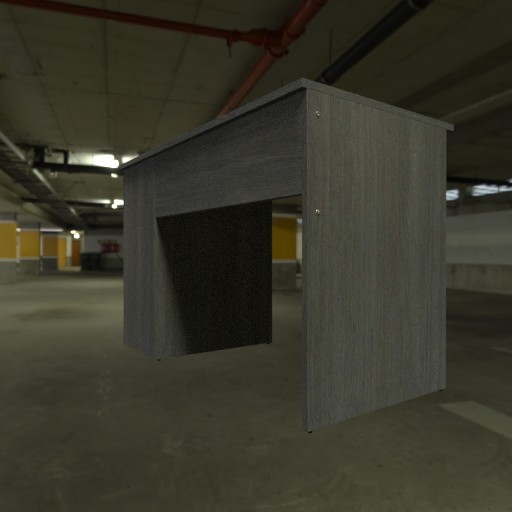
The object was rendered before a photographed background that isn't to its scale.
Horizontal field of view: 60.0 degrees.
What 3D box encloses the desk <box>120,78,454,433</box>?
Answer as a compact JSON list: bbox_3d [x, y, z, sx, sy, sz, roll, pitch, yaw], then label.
[{"bbox_3d":[0.000,0.000,1.507,0.560,0.730,1.096,0,0,-36],"label":"desk"}]
